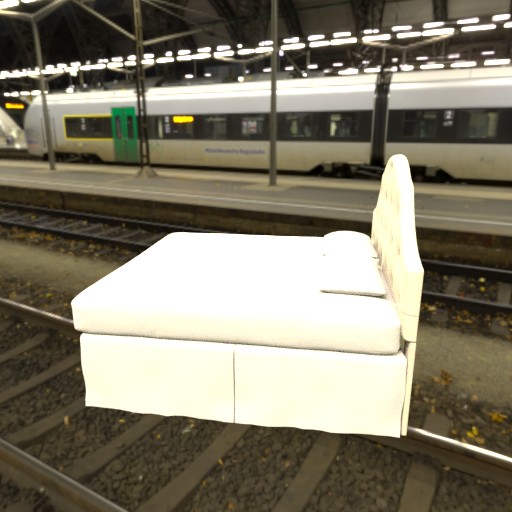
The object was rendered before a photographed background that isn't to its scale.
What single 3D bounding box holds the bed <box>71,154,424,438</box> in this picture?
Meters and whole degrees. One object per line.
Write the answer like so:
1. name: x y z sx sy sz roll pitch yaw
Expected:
1. bed: 0.000 0.000 3.449 2.086 1.555 2.012 2 16 9
